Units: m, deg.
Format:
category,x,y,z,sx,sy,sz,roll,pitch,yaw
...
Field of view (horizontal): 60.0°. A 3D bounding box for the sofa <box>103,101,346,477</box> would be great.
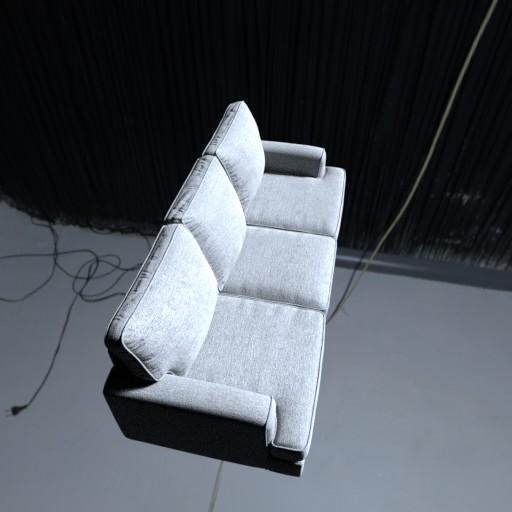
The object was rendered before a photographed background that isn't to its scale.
category,x,y,z,sx,sy,sz,roll,pitch,yaw
sofa,0.000,0.000,2.660,0.951,0.965,2.158,9,46,9
